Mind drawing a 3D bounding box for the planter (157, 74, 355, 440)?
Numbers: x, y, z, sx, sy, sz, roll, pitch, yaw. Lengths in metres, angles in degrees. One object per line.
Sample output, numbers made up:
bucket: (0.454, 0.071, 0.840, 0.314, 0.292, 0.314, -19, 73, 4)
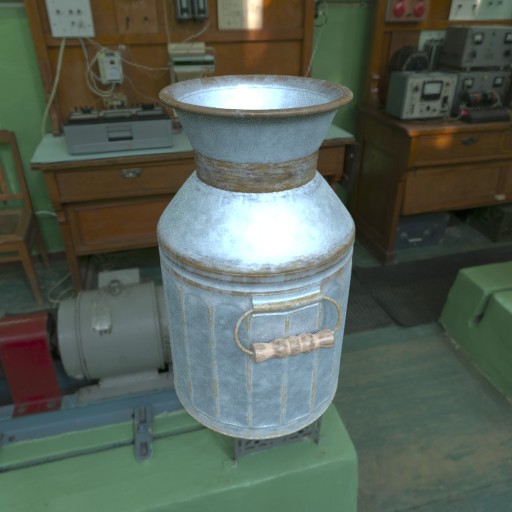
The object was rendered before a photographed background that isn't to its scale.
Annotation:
planter: (0.000, 0.000, 0.500, 0.215, 0.358, 0.248, -8, 32, -14)
